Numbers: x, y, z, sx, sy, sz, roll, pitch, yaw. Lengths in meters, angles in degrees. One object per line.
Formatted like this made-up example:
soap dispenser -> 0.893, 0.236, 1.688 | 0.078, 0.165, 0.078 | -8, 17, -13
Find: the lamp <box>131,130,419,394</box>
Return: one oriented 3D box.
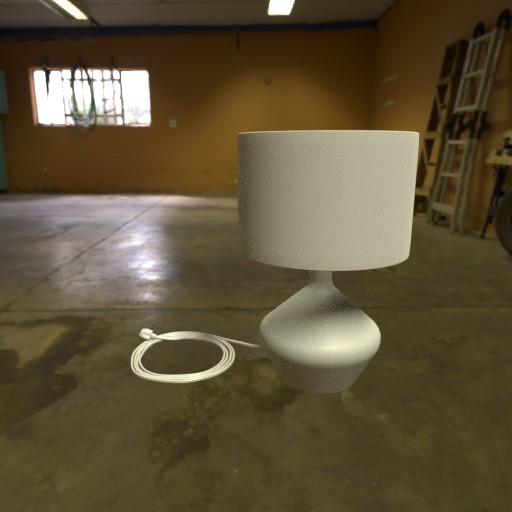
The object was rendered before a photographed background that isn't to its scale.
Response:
lamp -> 0.000, 0.000, 0.866 | 0.546, 0.457, 0.401 | 13, 18, 42
